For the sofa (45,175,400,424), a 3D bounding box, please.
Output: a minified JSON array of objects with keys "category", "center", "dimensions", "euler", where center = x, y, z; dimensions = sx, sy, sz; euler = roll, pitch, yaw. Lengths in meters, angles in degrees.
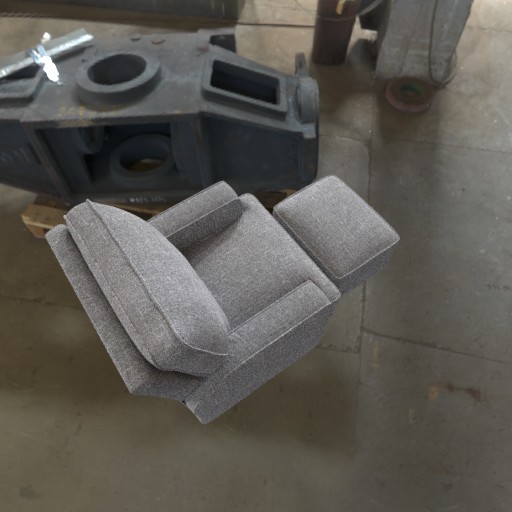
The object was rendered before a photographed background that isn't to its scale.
[{"category":"sofa","center":[0.000,0.000,2.064],"dimensions":[1.472,0.959,0.861],"euler":[-31,63,-18]}]
